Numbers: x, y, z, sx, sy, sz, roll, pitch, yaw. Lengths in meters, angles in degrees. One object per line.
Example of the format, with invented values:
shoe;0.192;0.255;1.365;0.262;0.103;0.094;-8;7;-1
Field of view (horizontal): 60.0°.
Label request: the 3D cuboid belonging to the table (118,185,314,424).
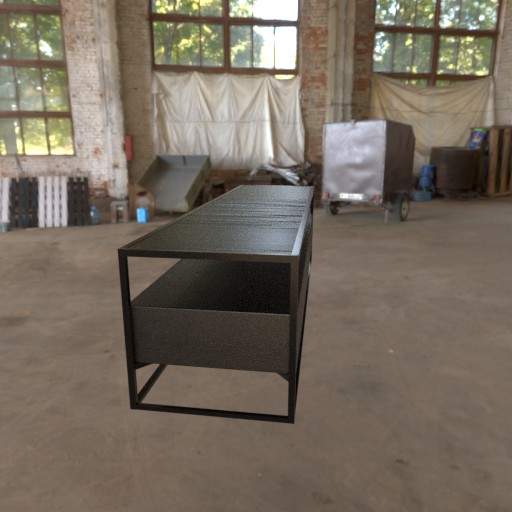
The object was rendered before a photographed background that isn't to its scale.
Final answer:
table;0.000;0.000;1.698;0.399;0.395;1.486;2;15;8
